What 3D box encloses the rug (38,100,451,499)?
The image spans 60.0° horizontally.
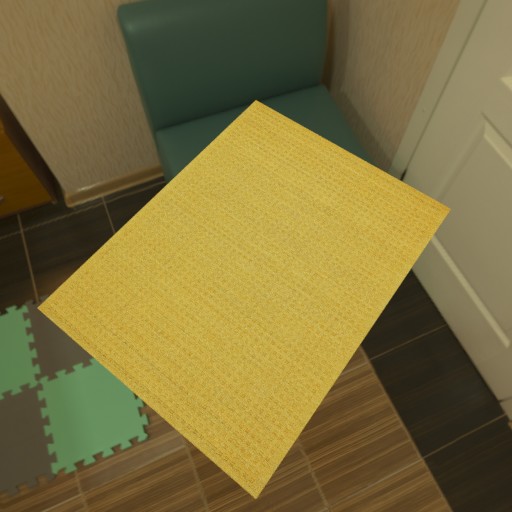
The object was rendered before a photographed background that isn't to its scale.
[{"bbox_3d":[0.000,0.000,4.245,2.486,0.015,3.242,34,68,16],"label":"rug"}]
